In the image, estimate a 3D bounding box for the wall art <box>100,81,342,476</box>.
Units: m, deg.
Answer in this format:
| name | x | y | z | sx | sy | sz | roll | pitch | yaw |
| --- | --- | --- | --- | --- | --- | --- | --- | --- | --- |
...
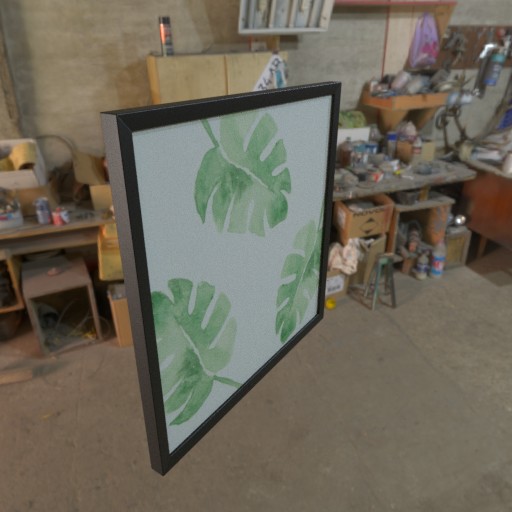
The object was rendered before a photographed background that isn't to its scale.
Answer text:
| name | x | y | z | sx | sy | sz | roll | pitch | yaw |
| --- | --- | --- | --- | --- | --- | --- | --- | --- | --- |
| wall art | 0.000 | 0.000 | 1.101 | 0.038 | 0.765 | 0.765 | 17 | 30 | 31 |
